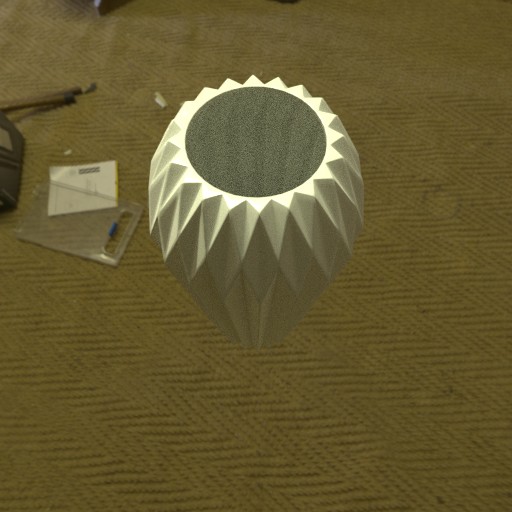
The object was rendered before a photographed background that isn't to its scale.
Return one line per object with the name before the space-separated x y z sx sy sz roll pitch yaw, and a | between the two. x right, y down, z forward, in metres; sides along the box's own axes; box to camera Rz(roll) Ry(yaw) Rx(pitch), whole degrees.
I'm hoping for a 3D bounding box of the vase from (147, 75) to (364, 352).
vase | 0.000 0.000 0.337 0.133 0.263 0.133 0 64 0
